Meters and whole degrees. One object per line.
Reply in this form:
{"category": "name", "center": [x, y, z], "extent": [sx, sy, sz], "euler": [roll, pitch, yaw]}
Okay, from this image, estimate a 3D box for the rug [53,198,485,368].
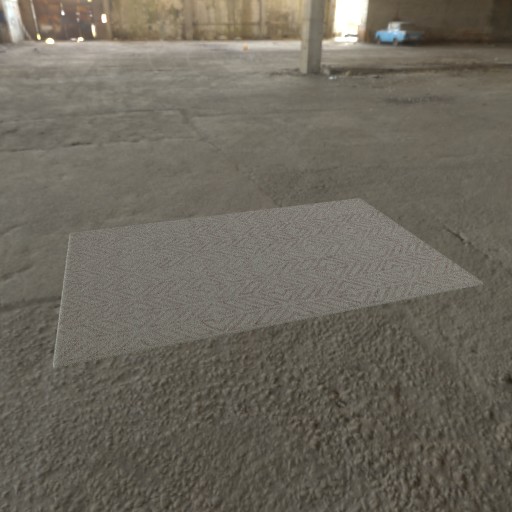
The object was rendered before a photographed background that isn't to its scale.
{"category": "rug", "center": [0.000, 0.000, 2.998], "extent": [2.438, 0.008, 1.523], "euler": [-8, 29, -15]}
